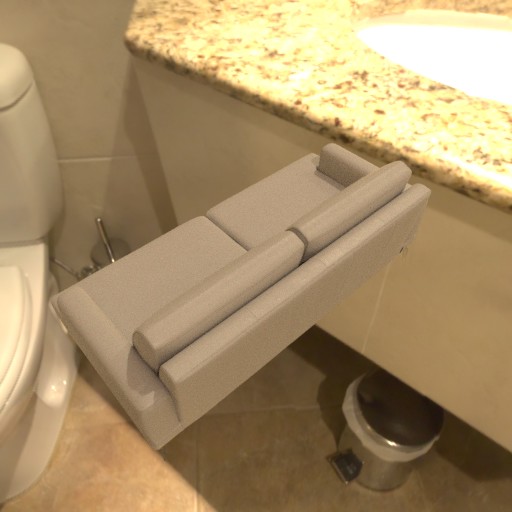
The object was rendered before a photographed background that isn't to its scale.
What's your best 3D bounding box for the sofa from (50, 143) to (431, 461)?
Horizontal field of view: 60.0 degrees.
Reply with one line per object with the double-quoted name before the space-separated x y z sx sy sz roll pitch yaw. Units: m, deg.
"sofa" 0.000 0.000 2.399 1.940 0.765 0.974 -33 55 -27
